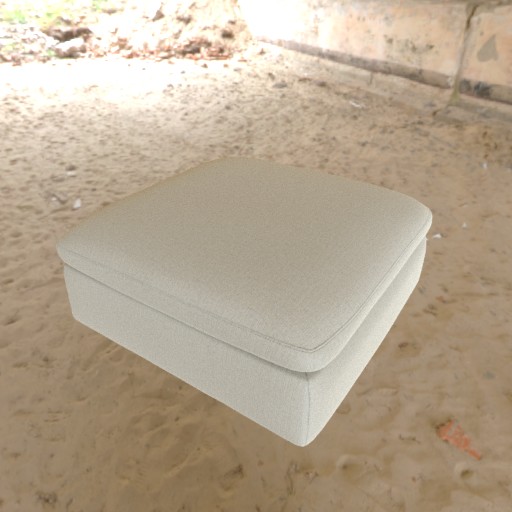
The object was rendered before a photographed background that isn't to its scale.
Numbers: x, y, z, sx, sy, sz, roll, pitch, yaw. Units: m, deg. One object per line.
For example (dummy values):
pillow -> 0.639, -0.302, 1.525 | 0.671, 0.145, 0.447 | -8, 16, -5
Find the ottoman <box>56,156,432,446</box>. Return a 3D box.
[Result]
ottoman -> 0.000, 0.000, 1.595 | 0.996, 0.467, 0.977 | 19, 36, 29
